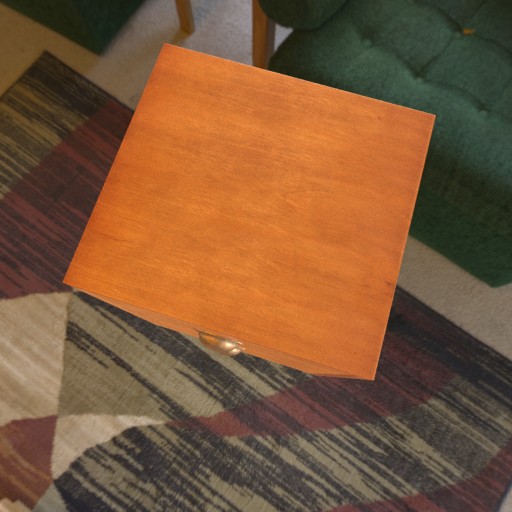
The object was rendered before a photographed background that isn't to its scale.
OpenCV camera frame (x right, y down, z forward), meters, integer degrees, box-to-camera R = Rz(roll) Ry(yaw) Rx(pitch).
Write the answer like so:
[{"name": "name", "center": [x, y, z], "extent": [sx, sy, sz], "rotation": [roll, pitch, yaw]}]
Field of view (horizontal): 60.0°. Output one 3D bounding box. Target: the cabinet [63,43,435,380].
[{"name": "cabinet", "center": [0.000, 0.000, 0.875], "extent": [0.409, 0.579, 0.401], "rotation": [17, 76, 4]}]
